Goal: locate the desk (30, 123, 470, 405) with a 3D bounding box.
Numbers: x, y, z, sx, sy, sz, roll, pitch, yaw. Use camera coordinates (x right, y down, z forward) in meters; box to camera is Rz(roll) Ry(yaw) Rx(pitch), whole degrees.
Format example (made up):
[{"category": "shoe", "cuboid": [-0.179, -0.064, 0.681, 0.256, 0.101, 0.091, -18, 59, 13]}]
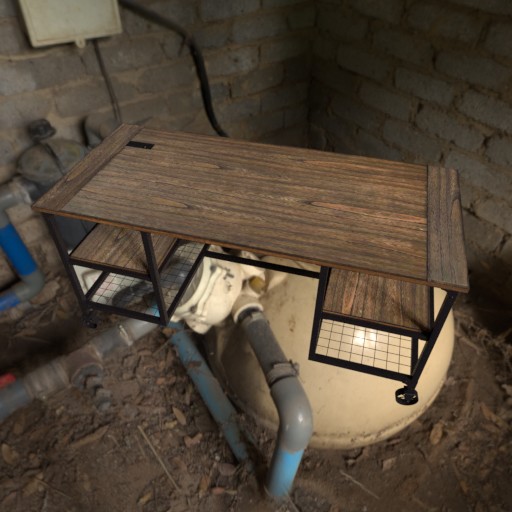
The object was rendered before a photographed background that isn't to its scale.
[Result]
[{"category": "desk", "cuboid": [0.000, 0.000, 2.012, 1.590, 0.751, 0.711, 11, 44, 12]}]
